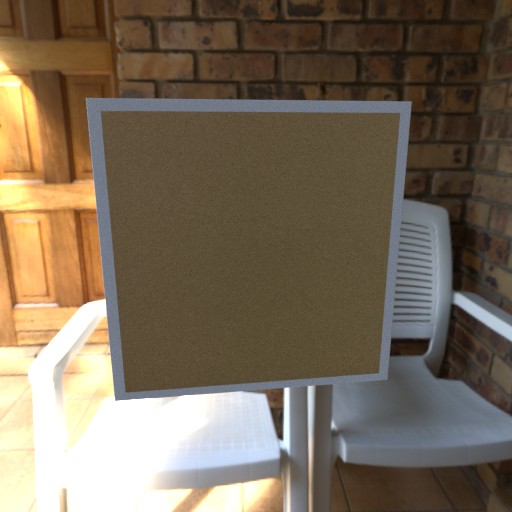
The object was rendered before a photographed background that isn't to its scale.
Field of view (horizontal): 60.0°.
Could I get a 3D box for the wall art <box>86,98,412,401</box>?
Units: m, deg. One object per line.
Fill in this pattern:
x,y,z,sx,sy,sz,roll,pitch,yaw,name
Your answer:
0.000,0.000,1.147,0.763,0.761,0.038,-2,15,-8,wall art
